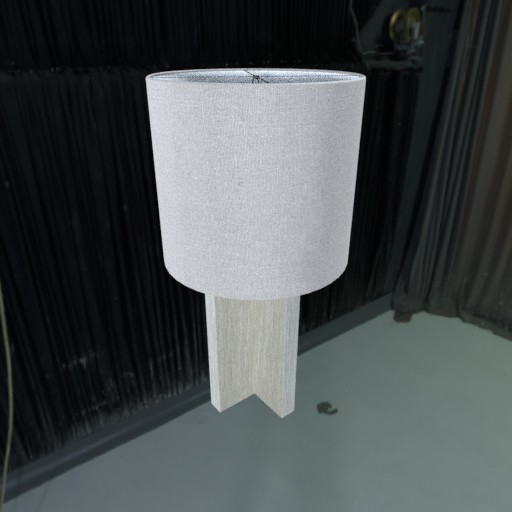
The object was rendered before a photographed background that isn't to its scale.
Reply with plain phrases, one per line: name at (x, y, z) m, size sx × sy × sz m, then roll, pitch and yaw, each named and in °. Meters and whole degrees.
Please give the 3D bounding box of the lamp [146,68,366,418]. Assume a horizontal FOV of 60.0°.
lamp at (0.000, 0.000, 0.564) m, size 0.229 × 0.428 × 0.229 m, roll -19°, pitch 32°, yaw -34°
